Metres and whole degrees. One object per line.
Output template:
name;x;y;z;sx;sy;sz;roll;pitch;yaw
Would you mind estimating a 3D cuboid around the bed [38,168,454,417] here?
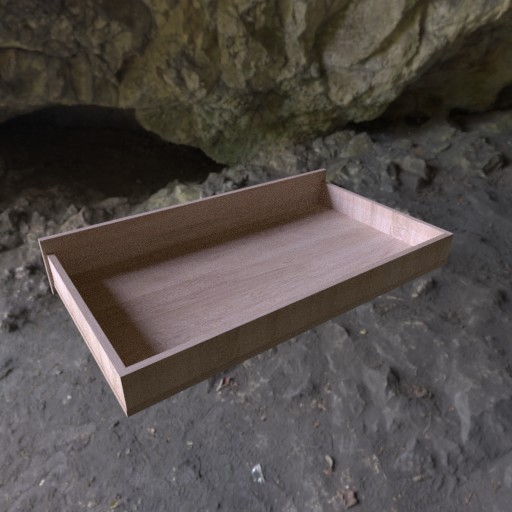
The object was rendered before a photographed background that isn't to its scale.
bed;0.000;0.000;1.499;1.200;0.209;0.685;-19;34;-30
